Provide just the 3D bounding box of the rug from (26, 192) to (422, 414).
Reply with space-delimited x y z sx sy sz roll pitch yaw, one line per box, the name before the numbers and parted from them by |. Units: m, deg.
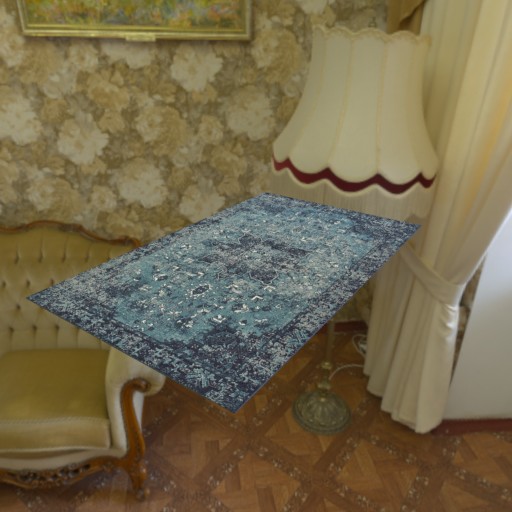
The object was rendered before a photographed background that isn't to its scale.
rug | 0.000 0.000 3.046 1.525 0.007 2.440 17 31 31
